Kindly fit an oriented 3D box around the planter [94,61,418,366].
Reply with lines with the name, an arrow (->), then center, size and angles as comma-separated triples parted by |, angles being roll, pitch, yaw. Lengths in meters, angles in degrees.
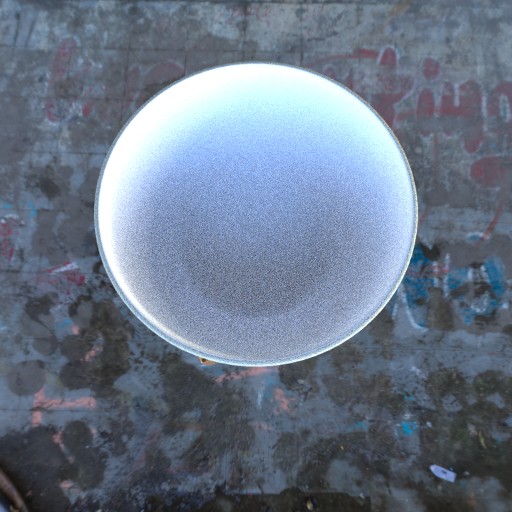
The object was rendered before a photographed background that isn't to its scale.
planter -> 0.000, 0.000, 0.723 | 0.350, 0.504, 0.350 | 1, 76, 0
